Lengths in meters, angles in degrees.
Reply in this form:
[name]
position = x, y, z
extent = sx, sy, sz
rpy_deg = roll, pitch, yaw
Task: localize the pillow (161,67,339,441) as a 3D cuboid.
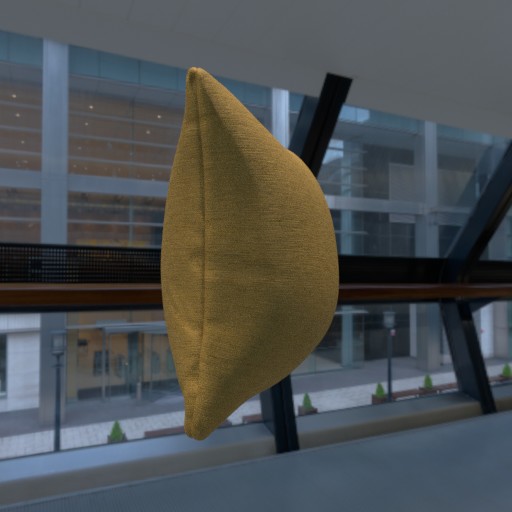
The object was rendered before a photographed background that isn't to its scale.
[pillow]
position = 0.000, 0.000, 0.689
extent = 0.247, 0.417, 0.435
rpy_deg = -1, -2, 19
